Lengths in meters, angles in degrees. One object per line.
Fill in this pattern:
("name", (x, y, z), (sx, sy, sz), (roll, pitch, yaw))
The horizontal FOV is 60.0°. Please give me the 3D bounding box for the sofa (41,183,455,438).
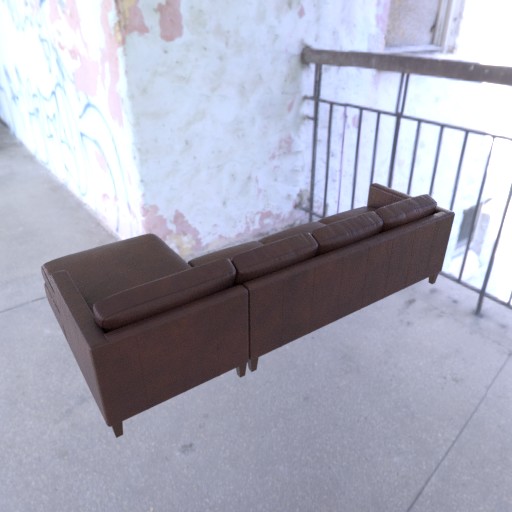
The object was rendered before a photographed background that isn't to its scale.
("sofa", (0.000, 0.000, 3.833), (3.203, 0.883, 1.581), (-18, 34, -29))
